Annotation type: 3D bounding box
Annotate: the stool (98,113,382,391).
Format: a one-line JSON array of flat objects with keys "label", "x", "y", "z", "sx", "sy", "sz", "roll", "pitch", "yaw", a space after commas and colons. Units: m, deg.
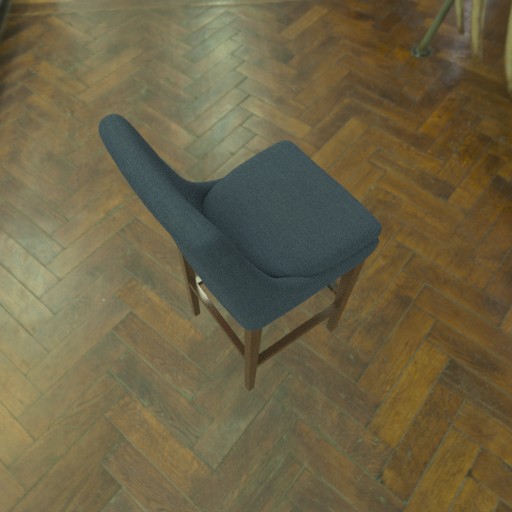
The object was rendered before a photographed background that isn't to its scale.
[{"label": "stool", "x": 0.000, "y": 0.000, "z": 1.381, "sx": 0.577, "sy": 1.078, "sz": 0.470, "roll": -32, "pitch": 63, "yaw": -18}]
